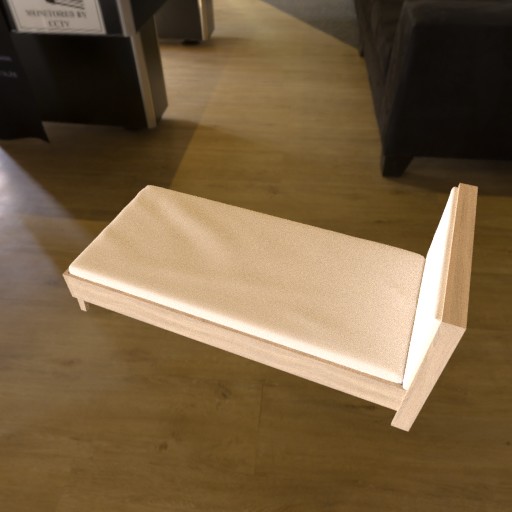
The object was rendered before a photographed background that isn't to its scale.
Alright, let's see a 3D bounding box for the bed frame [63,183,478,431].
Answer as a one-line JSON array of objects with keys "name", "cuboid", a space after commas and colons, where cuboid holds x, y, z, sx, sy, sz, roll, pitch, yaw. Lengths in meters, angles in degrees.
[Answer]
[{"name": "bed frame", "cuboid": [0.000, 0.000, 2.636, 2.140, 0.920, 0.990, 16, 47, 15]}]
